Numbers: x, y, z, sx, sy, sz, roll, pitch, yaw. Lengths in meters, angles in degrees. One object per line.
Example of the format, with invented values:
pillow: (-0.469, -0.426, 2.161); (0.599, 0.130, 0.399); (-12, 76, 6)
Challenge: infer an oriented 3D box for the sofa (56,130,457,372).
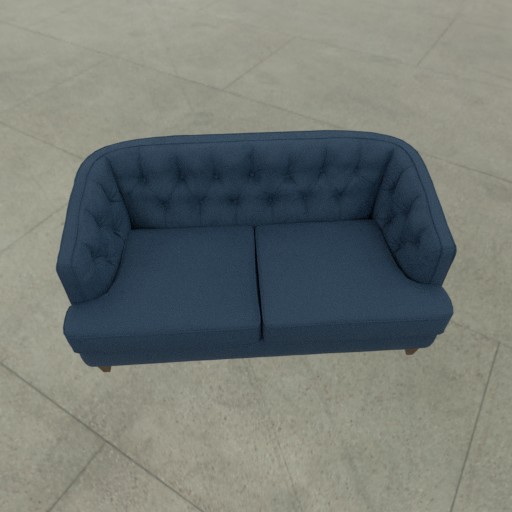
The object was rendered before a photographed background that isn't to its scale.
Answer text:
sofa: (0.000, 0.000, 2.243); (1.733, 0.854, 0.941); (-3, 48, -2)
